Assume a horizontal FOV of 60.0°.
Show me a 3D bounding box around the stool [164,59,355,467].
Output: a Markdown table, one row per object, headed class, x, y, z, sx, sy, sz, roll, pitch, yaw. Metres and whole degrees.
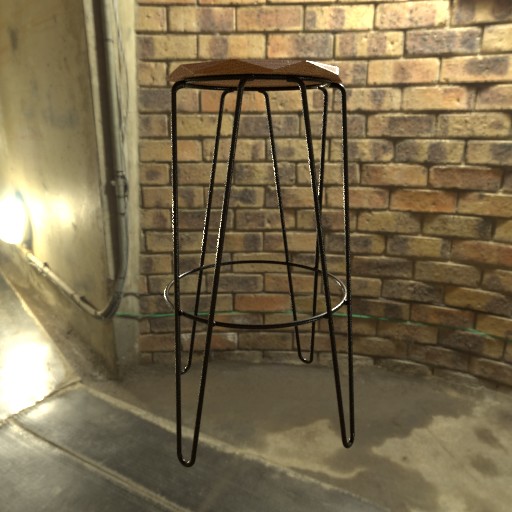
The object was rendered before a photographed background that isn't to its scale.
| class | x | y | z | sx | sy | sz | roll | pitch | yaw |
| --- | --- | --- | --- | --- | --- | --- | --- | --- | --- |
| stool | 0.000 | 0.000 | 0.784 | 0.326 | 0.610 | 0.326 | -3 | 17 | -9 |
